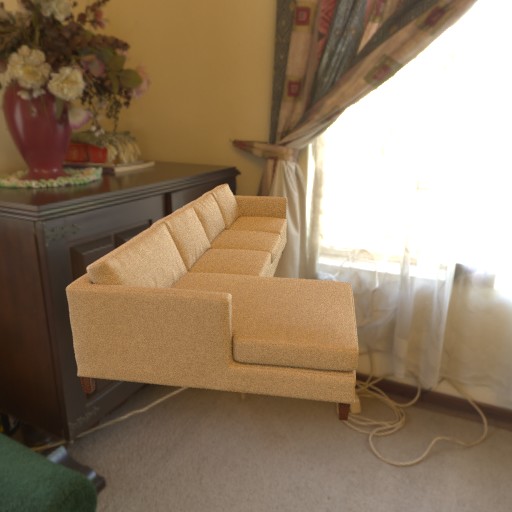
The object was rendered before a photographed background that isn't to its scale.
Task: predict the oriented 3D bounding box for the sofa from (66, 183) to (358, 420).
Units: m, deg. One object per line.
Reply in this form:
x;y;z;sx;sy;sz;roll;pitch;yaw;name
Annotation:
0.000;0.000;3.880;1.625;0.846;3.186;3;17;9;sofa
